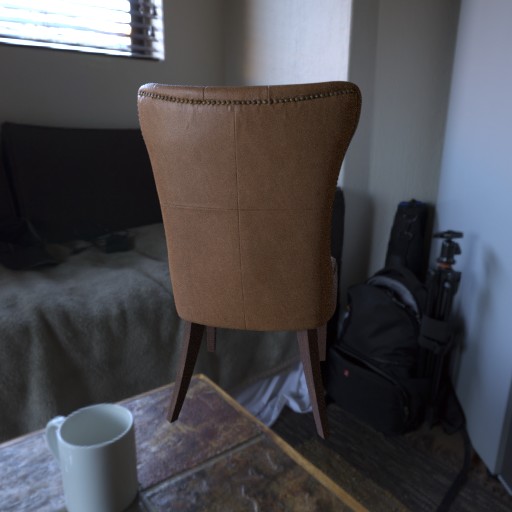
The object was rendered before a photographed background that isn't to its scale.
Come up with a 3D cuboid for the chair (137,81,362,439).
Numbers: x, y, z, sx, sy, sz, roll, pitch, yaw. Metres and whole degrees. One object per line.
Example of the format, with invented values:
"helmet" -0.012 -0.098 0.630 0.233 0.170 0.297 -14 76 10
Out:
"chair" 0.000 0.000 1.501 0.611 1.065 0.669 3 17 9
